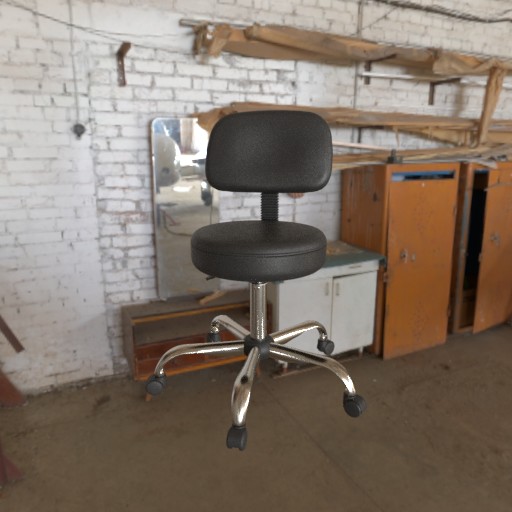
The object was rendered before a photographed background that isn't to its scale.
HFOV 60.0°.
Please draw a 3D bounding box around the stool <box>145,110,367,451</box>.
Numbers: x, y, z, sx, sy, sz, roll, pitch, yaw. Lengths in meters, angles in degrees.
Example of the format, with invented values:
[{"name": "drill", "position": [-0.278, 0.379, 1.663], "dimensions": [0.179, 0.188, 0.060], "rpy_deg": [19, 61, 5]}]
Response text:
[{"name": "stool", "position": [0.000, 0.000, 1.310], "dimensions": [0.673, 0.862, 0.648], "rpy_deg": [2, 14, 9]}]
